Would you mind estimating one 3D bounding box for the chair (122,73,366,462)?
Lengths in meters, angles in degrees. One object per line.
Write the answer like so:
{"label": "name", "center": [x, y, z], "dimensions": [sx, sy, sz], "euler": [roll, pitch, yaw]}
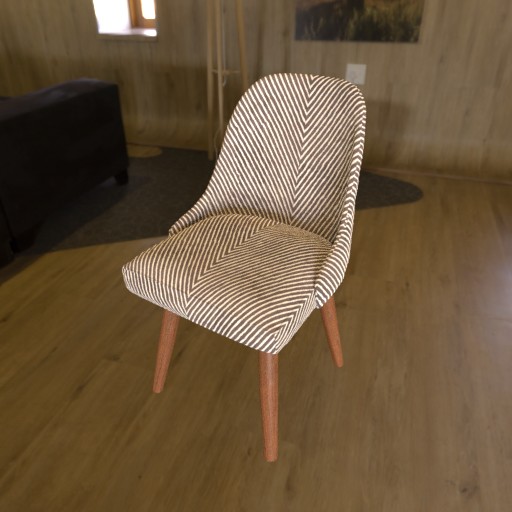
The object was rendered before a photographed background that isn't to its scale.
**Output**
{"label": "chair", "center": [0.000, 0.000, 1.250], "dimensions": [0.504, 0.883, 0.591], "euler": [19, 36, 29]}
